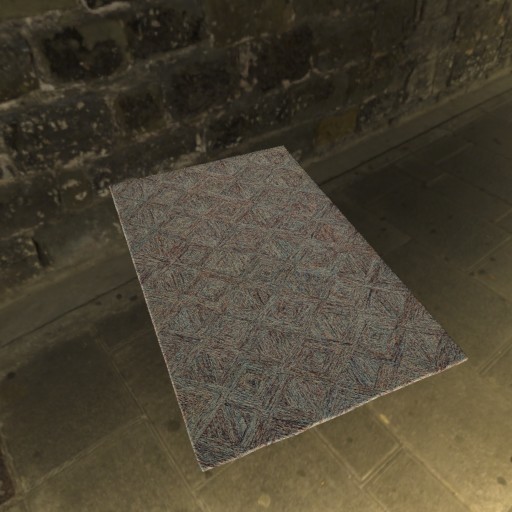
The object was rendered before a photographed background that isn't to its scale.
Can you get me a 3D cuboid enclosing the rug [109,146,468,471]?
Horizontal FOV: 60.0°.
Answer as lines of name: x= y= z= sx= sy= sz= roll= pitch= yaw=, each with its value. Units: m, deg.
rug: x=0.000 y=0.000 z=2.210 sx=1.143 sy=0.014 sz=1.761 roll=-17 pitch=47 yaw=-16
